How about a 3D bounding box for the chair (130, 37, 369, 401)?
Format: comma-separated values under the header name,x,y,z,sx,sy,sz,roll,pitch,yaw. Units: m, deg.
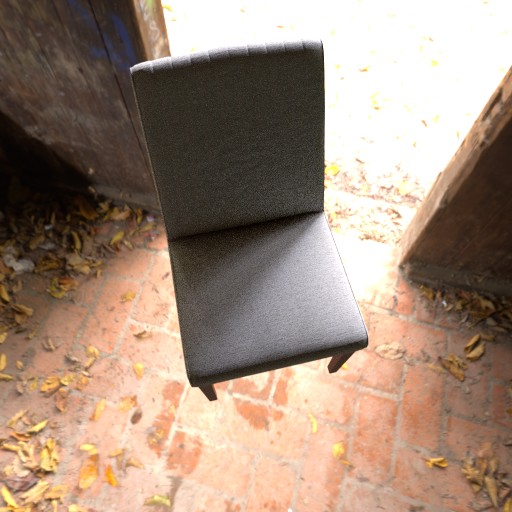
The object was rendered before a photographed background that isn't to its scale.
name,x,y,z,sx,sy,sz,roll,pitch,yaw
chair,0.000,0.000,1.216,0.480,0.900,0.594,-11,64,-6
